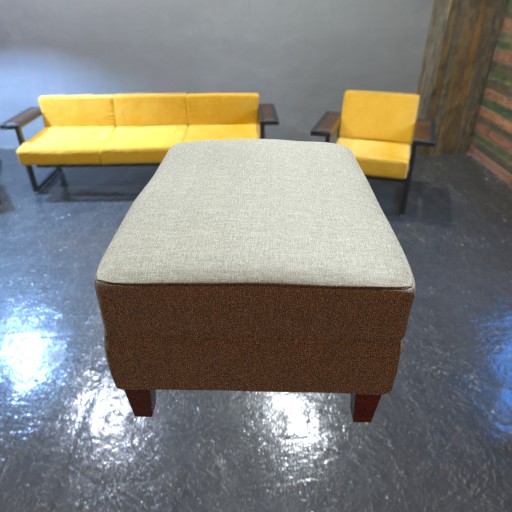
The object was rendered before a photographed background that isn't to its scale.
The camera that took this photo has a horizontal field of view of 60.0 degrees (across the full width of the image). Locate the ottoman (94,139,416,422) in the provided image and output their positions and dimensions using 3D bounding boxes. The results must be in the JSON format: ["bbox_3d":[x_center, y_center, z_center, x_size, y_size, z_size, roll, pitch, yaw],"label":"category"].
[{"bbox_3d":[0.000,0.000,1.265,0.639,0.494,0.873,1,31,1],"label":"ottoman"}]
